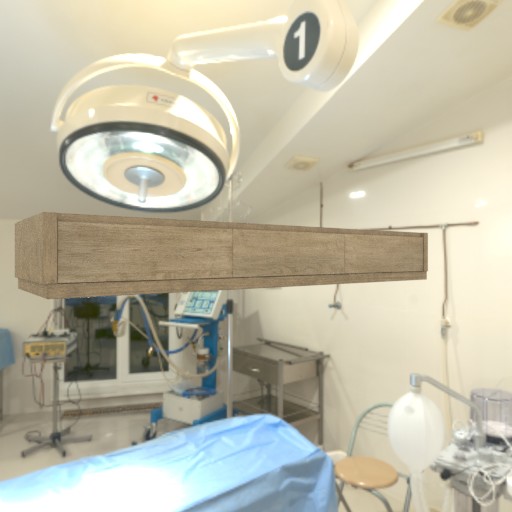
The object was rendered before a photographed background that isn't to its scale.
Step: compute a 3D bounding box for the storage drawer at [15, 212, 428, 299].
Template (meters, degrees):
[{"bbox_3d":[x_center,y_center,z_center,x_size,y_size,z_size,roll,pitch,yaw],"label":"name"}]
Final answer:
[{"bbox_3d":[0.000,0.000,2.230,2.072,0.274,0.591,0,0,-36],"label":"storage drawer"}]
